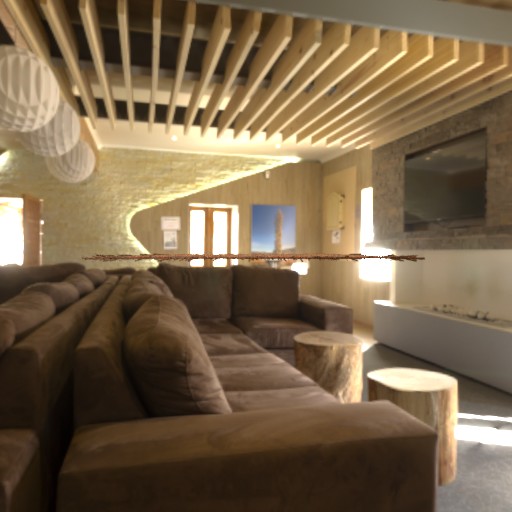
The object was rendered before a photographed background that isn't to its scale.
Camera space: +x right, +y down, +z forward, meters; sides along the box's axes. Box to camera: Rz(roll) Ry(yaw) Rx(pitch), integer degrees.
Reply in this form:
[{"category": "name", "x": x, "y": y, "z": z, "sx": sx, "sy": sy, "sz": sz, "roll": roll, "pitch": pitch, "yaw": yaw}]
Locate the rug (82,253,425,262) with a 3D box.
[{"category": "rug", "x": 0.000, "y": 0.000, "z": 2.574, "sx": 1.469, "sy": 0.040, "sz": 2.025, "roll": 0, "pitch": 1, "yaw": 1}]
